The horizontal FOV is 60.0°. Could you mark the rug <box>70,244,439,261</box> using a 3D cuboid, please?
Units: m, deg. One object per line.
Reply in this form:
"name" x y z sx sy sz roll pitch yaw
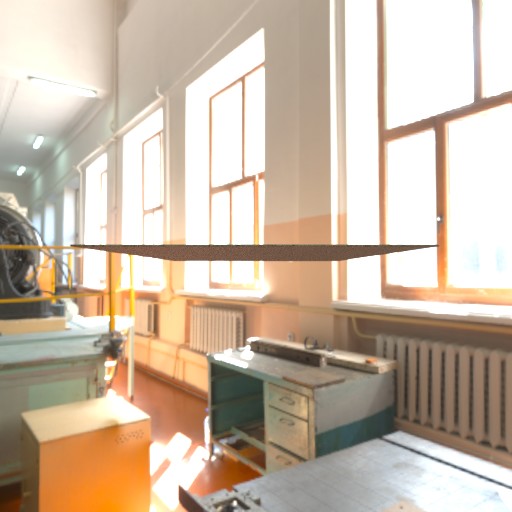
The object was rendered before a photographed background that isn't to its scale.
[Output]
"rug" 0.000 0.000 2.359 1.211 0.007 1.827 0 -2 0
